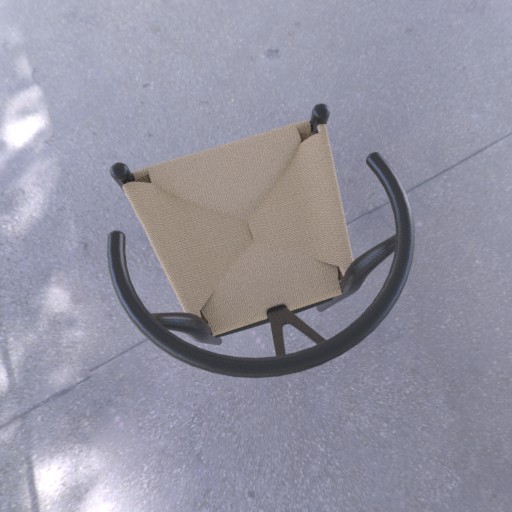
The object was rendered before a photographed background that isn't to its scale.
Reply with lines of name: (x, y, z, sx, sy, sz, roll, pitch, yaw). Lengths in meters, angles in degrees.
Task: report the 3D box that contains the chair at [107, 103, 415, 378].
chair: (0.000, 0.000, 1.121, 0.570, 0.739, 0.570, -17, 77, -4)
